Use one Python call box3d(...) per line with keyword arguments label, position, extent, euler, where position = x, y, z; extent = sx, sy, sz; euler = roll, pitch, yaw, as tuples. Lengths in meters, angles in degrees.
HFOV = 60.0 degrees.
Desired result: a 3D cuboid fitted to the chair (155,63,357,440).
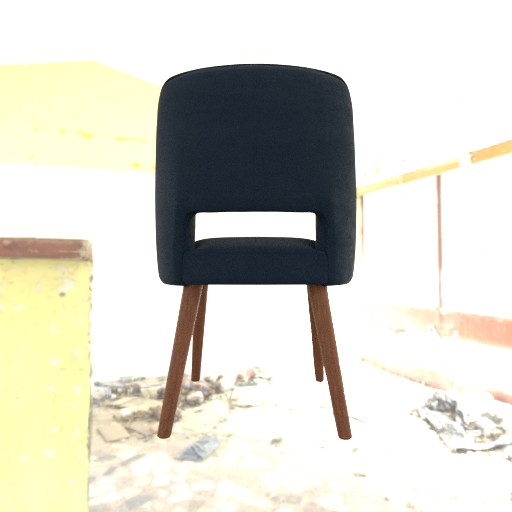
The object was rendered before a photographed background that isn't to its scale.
box3d(label="chair", position=(0.000, 0.000, 1.247), extent=(0.559, 0.844, 0.591), euler=(0, -1, 1))
